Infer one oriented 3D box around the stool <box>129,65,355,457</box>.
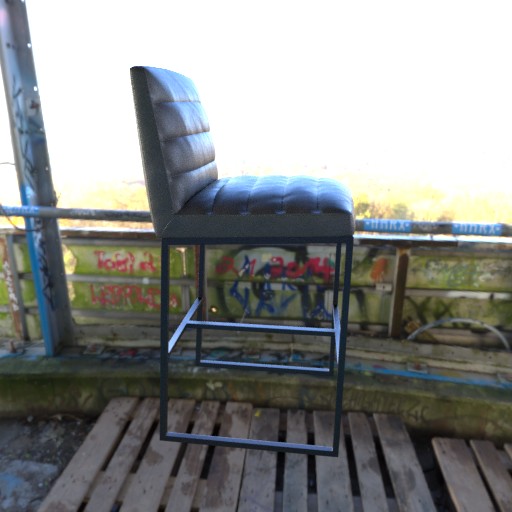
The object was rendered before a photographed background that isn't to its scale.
[{"bbox_3d":[0.000,0.000,1.360,0.562,1.065,0.463,2,18,7],"label":"stool"}]
